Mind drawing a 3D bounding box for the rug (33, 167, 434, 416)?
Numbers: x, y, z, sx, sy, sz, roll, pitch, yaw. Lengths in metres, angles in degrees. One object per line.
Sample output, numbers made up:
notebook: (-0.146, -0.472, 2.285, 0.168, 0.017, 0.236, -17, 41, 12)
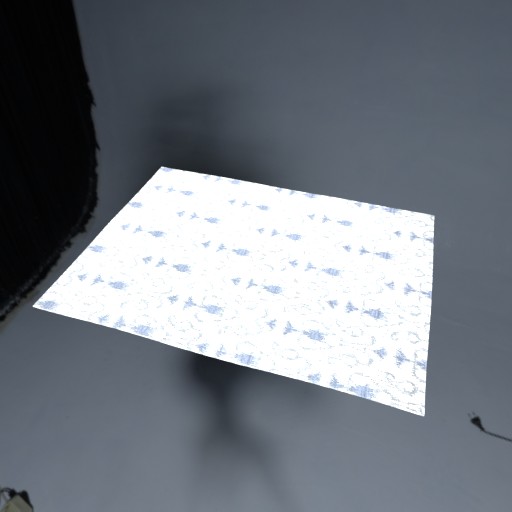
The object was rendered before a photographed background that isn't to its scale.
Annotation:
rug: (0.000, 0.000, 2.974, 2.261, 0.013, 1.676, 12, 44, 13)
